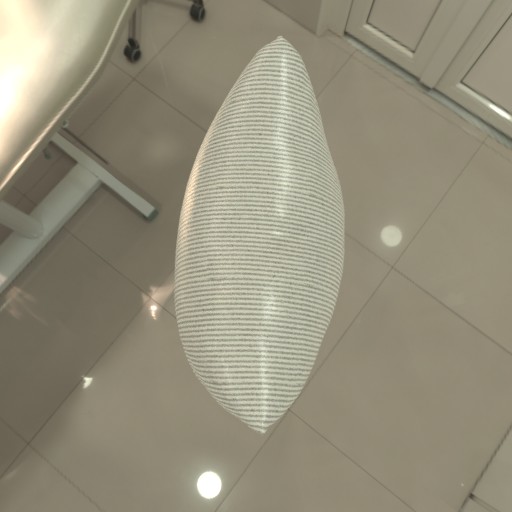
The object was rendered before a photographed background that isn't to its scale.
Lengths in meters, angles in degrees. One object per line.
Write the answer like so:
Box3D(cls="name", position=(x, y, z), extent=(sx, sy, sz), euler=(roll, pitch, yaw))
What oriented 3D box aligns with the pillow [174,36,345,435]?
Box3D(cls="pillow", position=(0.000, 0.000, 0.679), extent=(0.310, 0.432, 0.387), euler=(37, 80, 7))
